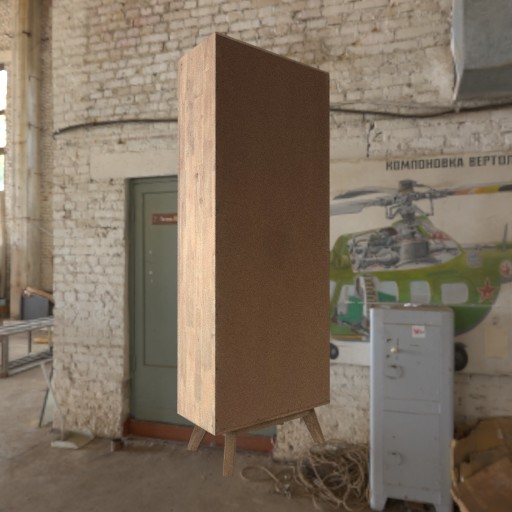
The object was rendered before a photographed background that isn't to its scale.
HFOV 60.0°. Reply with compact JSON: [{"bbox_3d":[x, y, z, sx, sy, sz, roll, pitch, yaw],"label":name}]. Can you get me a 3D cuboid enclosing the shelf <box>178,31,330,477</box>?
[{"bbox_3d":[0.000,0.000,1.568,0.491,1.342,0.267,0,0,-37],"label":"shelf"}]
